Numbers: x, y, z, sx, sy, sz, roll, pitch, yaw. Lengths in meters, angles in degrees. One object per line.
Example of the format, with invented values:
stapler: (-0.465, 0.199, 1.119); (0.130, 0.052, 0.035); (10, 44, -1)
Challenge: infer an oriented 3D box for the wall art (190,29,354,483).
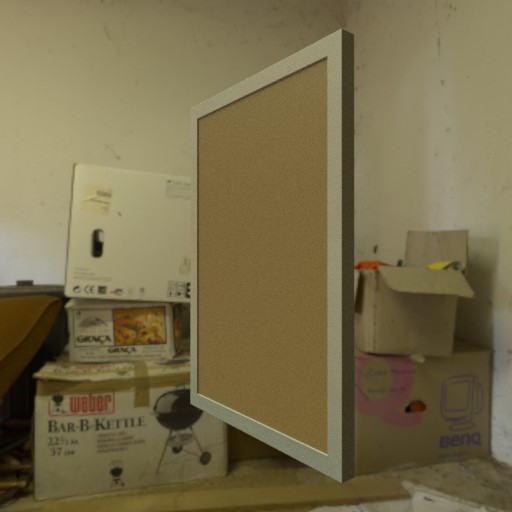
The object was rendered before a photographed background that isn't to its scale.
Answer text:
wall art: (0.000, 0.000, 1.144); (0.039, 0.915, 0.612); (0, 0, -38)
